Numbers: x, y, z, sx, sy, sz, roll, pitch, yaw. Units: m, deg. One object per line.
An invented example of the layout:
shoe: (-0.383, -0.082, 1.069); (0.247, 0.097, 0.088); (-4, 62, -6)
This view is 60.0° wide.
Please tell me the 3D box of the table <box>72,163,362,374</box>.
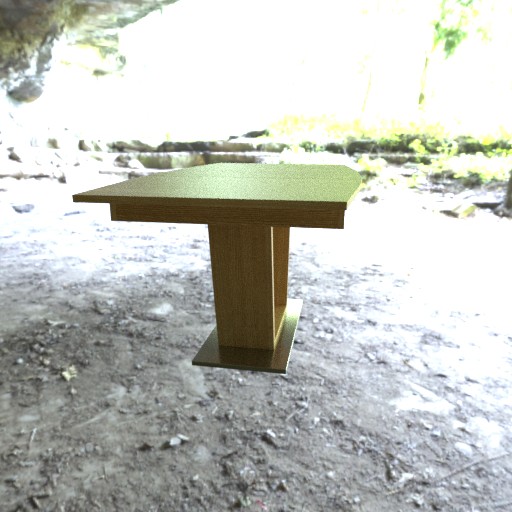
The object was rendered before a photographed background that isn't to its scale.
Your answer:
table: (0.000, 0.000, 2.053); (0.900, 0.748, 1.598); (3, 15, 10)
